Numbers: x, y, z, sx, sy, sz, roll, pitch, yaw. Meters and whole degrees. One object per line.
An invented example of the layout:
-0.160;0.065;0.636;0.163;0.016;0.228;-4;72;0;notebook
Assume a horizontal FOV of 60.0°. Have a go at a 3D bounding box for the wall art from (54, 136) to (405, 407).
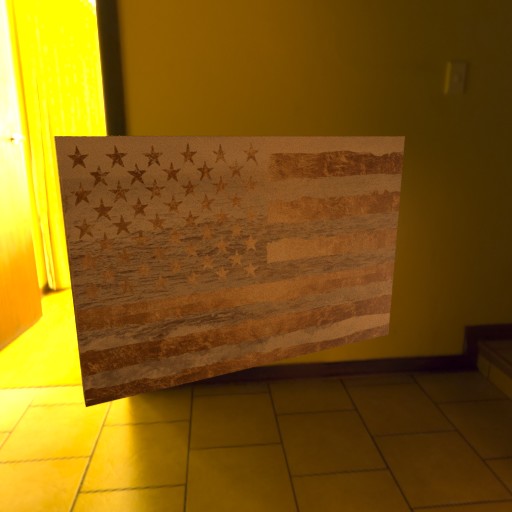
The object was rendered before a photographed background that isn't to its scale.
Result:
0.000;0.000;0.779;0.606;0.407;0.041;-7;17;-25;wall art
